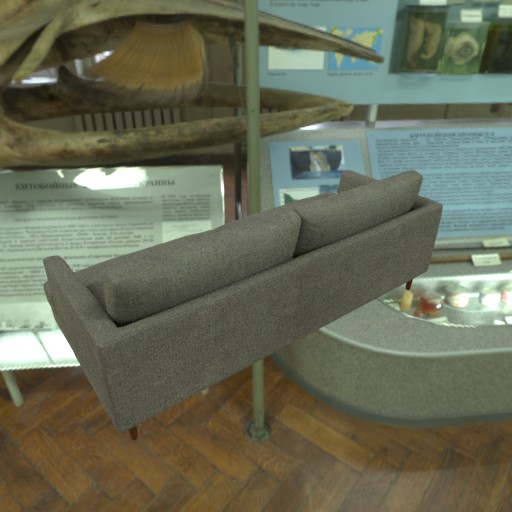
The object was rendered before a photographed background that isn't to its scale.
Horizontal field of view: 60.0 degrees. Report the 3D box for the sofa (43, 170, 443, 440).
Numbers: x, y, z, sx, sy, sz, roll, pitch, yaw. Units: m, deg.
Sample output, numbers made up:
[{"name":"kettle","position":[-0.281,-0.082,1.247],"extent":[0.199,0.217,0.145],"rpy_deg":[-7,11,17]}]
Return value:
[{"name":"sofa","position":[0.000,0.000,2.701],"extent":[2.250,0.868,1.020],"rpy_deg":[-21,36,-31]}]
